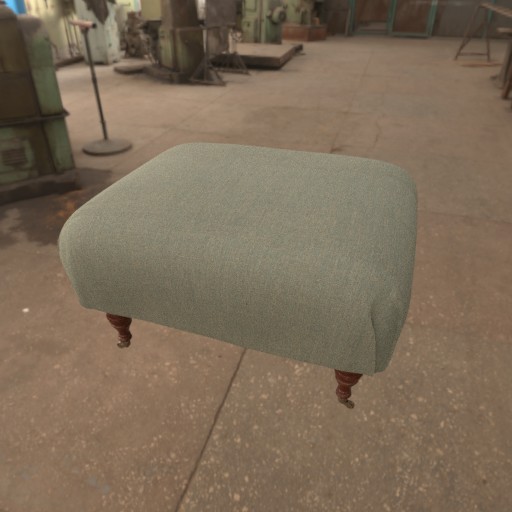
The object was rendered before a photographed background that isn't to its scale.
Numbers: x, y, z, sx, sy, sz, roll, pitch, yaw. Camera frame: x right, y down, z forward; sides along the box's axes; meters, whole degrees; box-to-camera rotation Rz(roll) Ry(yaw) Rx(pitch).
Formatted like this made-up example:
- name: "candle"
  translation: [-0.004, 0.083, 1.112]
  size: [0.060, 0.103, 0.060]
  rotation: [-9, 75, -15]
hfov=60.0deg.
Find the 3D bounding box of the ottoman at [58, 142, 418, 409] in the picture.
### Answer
- name: "ottoman"
  translation: [0.000, 0.000, 1.140]
  size: [0.747, 0.450, 0.622]
  rotation: [10, 34, 16]
